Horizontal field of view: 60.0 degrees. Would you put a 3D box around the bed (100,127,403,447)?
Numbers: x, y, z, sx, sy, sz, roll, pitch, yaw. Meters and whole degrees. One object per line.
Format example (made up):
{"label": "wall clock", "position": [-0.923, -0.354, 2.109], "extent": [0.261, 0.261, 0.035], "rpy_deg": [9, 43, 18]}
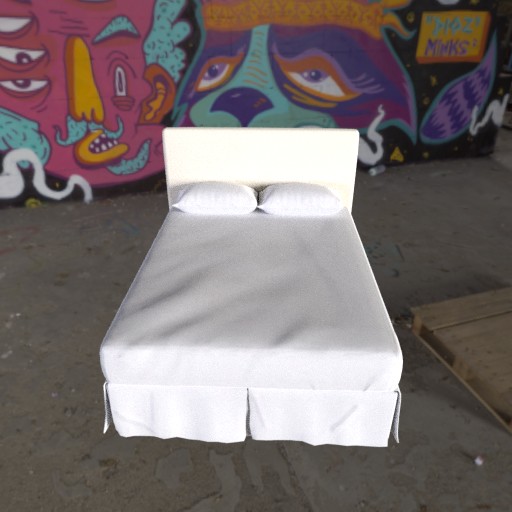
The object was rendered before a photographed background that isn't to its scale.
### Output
{"label": "bed", "position": [0.000, 0.000, 3.150], "extent": [1.713, 1.330, 2.142], "rpy_deg": [1, 29, 2]}
